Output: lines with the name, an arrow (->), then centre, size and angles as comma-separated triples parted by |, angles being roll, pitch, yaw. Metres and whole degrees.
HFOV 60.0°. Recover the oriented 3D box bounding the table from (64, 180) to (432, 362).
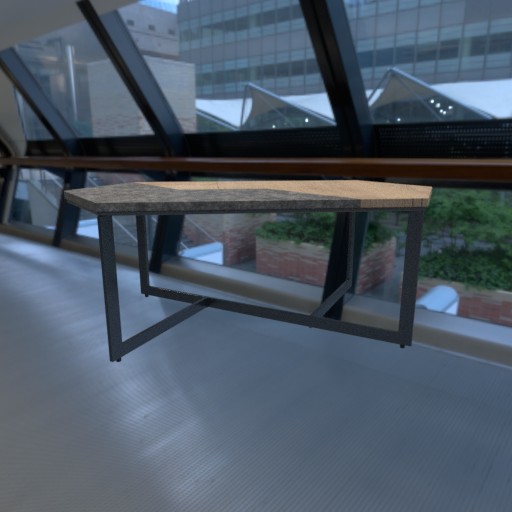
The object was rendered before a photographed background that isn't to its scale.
table -> 0.000, 0.000, 1.517 | 1.219, 0.457, 0.609 | -2, 14, -6
